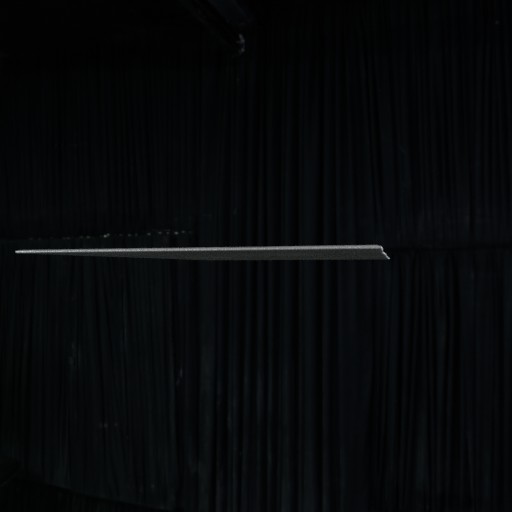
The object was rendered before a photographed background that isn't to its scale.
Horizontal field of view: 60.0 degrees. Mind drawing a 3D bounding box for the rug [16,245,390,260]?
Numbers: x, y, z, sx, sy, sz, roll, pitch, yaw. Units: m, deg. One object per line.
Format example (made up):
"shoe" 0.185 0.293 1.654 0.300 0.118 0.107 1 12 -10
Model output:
"rug" 0.000 0.000 2.832 1.608 0.014 2.213 0 -1 17
